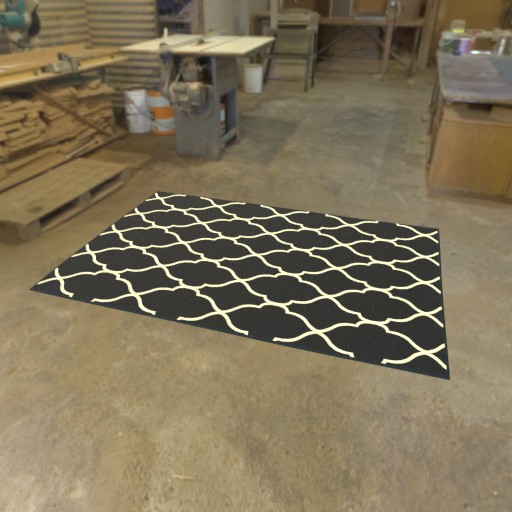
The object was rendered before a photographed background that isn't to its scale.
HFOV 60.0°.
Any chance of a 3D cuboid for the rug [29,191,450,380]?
[{"bbox_3d":[0.000,0.000,2.884,2.294,0.014,1.528,9,32,15],"label":"rug"}]
